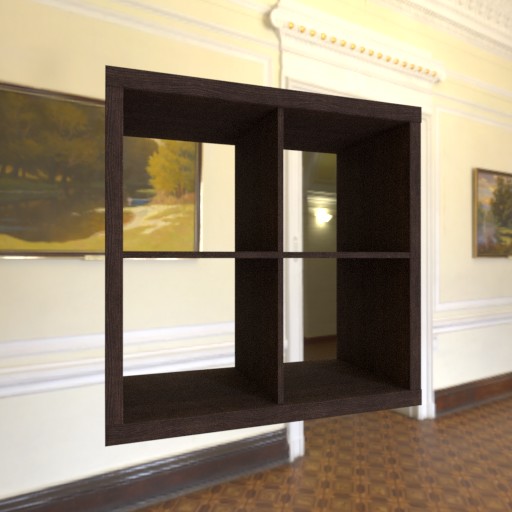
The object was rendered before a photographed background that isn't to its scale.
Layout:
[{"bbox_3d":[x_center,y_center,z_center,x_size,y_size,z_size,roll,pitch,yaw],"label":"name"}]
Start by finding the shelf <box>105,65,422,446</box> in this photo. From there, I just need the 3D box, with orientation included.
[{"bbox_3d":[0.000,0.000,1.225,0.790,0.786,0.390,0,0,-19],"label":"shelf"}]
